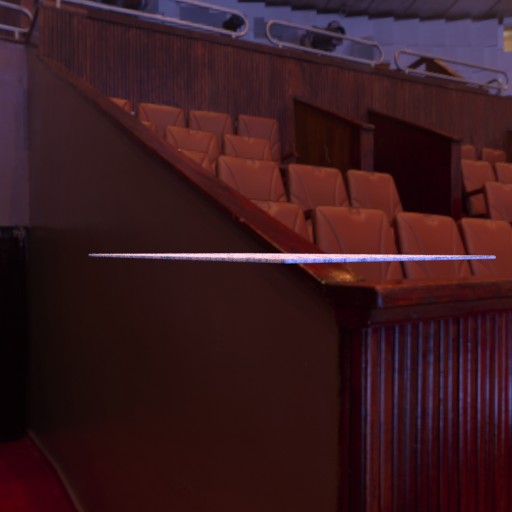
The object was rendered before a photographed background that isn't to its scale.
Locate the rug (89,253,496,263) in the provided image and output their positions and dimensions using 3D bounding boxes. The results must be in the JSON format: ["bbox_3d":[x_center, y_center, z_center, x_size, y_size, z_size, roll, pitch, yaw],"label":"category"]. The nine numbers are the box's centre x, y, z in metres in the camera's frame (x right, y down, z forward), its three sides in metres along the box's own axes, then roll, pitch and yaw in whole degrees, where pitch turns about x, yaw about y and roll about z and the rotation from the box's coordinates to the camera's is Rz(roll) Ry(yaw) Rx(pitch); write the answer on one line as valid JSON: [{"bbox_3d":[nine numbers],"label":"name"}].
[{"bbox_3d":[0.000,0.000,2.992,1.524,0.015,2.439,-1,1,-36],"label":"rug"}]
